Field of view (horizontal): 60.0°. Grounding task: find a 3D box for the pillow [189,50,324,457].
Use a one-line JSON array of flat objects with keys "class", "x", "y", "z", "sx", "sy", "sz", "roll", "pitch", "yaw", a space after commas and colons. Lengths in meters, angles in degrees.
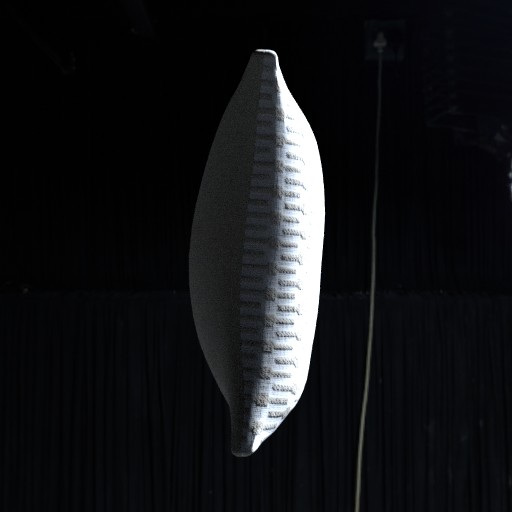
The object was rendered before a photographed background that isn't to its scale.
[{"class": "pillow", "x": 0.000, "y": 0.000, "z": 0.774, "sx": 0.219, "sy": 0.491, "sz": 0.496, "roll": 0, "pitch": -2, "yaw": 0}]
